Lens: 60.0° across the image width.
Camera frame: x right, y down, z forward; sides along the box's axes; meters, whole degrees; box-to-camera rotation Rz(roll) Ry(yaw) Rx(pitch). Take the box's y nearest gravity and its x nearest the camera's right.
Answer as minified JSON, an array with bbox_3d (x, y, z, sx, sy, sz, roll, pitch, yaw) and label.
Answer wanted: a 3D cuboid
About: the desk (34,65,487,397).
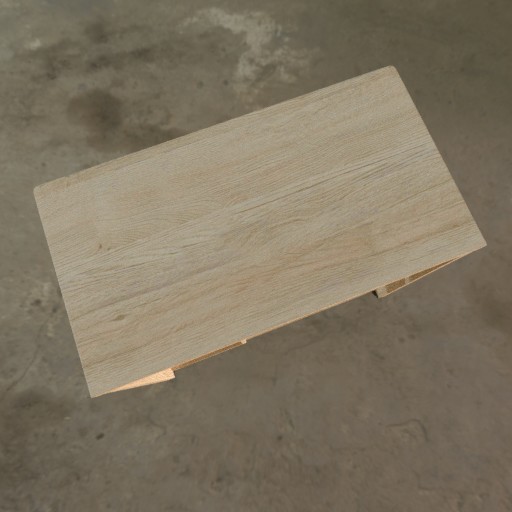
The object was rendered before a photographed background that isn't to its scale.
[{"bbox_3d":[0.000,0.000,1.345,0.885,0.770,0.480,-20,77,-5],"label":"desk"}]
